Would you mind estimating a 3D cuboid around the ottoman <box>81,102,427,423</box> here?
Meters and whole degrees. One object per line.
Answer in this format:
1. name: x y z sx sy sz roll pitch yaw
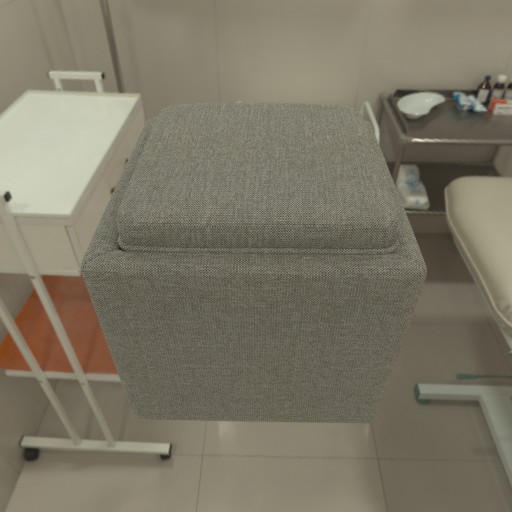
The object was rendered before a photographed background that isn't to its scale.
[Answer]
1. ottoman: 0.000 0.000 0.838 0.450 0.460 0.450 1 42 1
